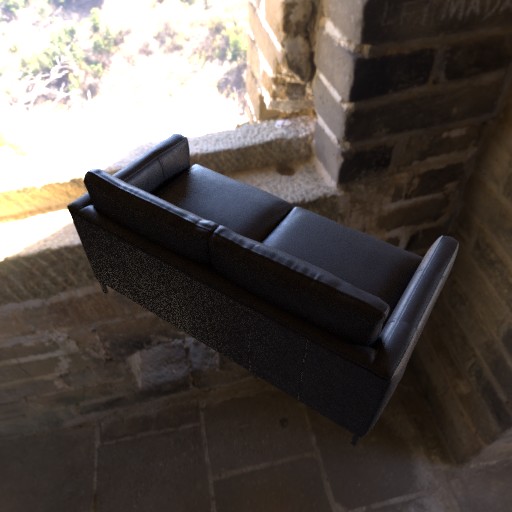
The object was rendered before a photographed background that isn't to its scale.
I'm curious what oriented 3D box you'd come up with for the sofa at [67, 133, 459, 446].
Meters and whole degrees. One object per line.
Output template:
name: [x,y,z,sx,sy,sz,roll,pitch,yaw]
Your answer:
sofa: [0.000,0.000,2.348,1.805,0.883,0.947,24,51,21]
